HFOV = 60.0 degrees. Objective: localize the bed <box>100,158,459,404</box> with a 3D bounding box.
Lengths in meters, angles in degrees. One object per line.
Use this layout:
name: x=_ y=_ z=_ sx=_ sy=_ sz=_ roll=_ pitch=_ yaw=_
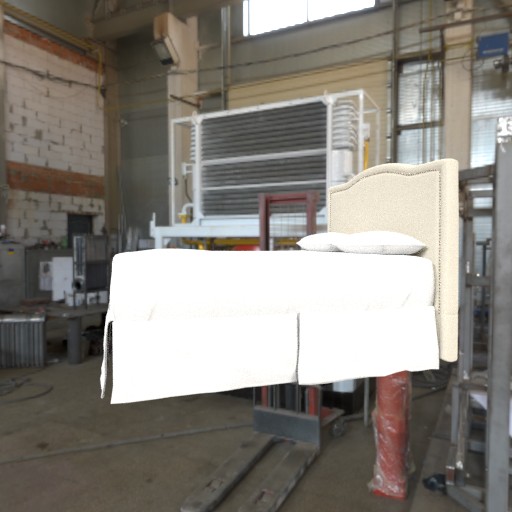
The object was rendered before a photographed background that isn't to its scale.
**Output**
bed: x=0.000 y=0.000 z=3.333 sx=2.196 sy=1.449 sz=1.741 roll=-1 pitch=2 yaw=-17
